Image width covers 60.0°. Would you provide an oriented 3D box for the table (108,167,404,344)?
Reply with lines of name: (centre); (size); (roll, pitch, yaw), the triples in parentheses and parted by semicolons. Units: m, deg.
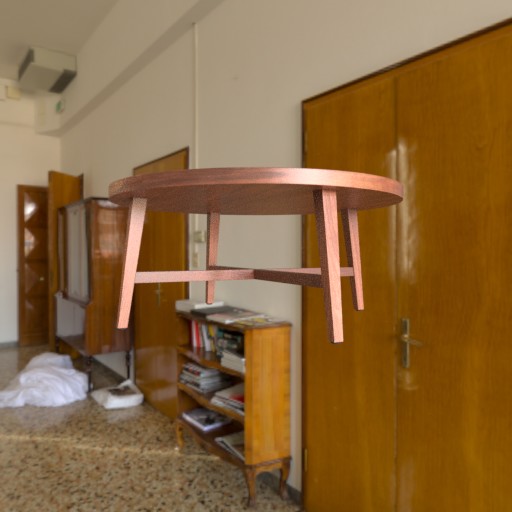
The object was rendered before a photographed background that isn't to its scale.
table: (0.000, 0.000, 1.270); (0.800, 0.360, 0.800); (0, 1, 0)
